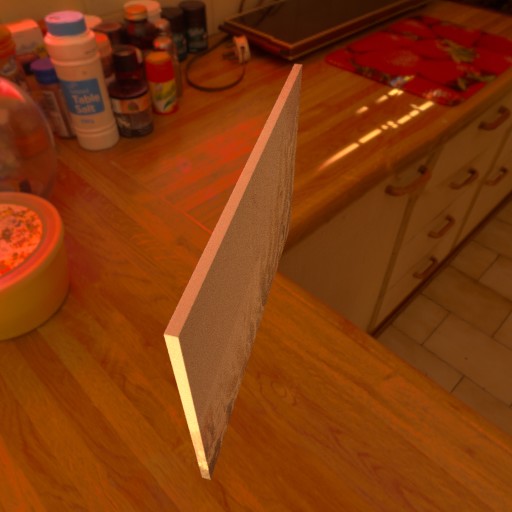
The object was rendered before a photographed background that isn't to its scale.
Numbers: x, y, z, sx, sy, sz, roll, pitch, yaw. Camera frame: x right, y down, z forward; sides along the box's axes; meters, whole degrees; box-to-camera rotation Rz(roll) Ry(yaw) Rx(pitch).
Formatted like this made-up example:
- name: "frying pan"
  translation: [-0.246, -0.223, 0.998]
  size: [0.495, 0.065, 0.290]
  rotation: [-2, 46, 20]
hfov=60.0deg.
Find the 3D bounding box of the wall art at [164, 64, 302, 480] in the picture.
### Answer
- name: "wall art"
  translation: [0.000, 0.000, 1.896]
  size: [0.038, 1.012, 1.525]
  rotation: [11, 47, 10]
